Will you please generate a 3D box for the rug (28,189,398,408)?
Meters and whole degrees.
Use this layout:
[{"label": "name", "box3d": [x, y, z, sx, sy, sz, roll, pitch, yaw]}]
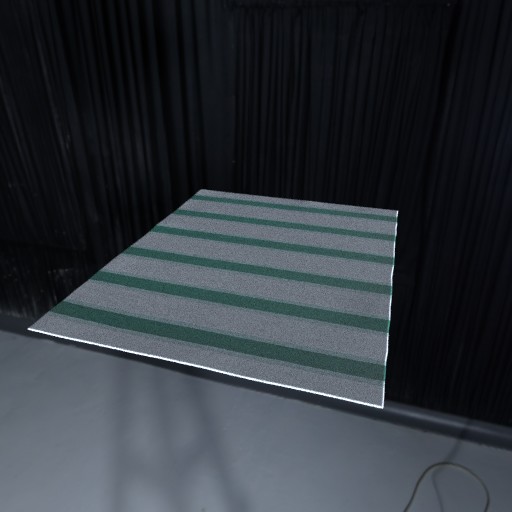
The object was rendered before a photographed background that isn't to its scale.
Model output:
[{"label": "rug", "box3d": [0.000, 0.000, 4.075, 2.434, 0.019, 3.041, 8, 29, 15]}]
